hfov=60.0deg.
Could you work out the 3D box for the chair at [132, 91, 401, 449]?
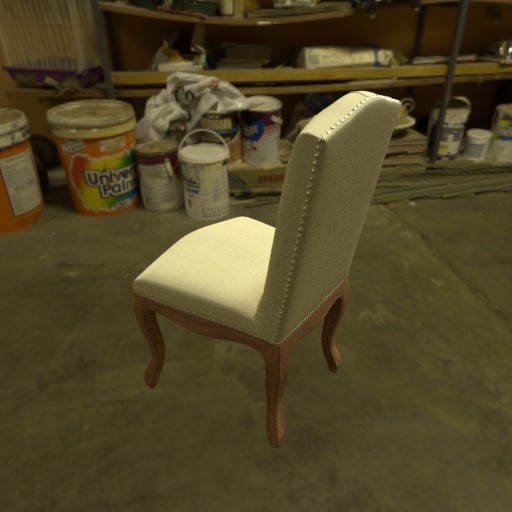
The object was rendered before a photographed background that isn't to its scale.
[{"bbox_3d":[0.000,0.000,1.553,0.715,1.165,0.623,21,37,30],"label":"chair"}]
